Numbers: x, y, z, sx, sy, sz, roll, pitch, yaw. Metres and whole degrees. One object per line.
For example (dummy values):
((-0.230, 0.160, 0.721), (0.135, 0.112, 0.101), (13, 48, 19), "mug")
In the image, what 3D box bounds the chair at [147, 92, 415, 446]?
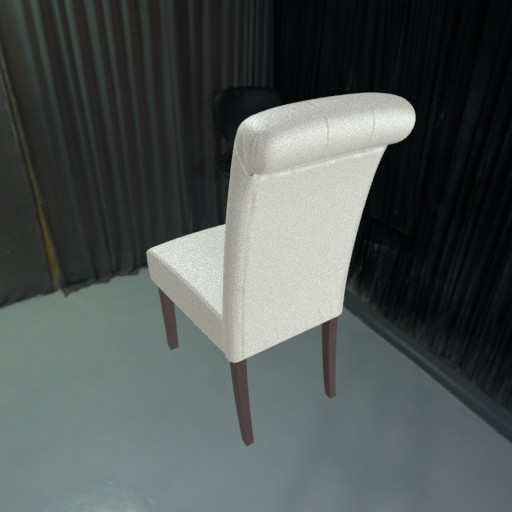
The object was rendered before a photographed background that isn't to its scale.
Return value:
((0.000, 0.000, 1.331), (0.456, 1.006, 0.671), (-19, 36, -28), "chair")
